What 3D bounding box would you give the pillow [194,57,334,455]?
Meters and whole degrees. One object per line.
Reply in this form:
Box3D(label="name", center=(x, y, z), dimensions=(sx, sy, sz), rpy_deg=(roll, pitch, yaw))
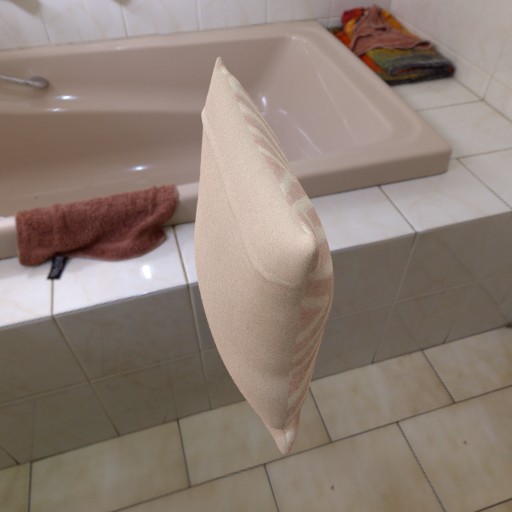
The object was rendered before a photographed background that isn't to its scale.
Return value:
Box3D(label="pillow", center=(0.000, 0.000, 0.672), dimensions=(0.182, 0.441, 0.440), rpy_deg=(-10, 47, -10))
